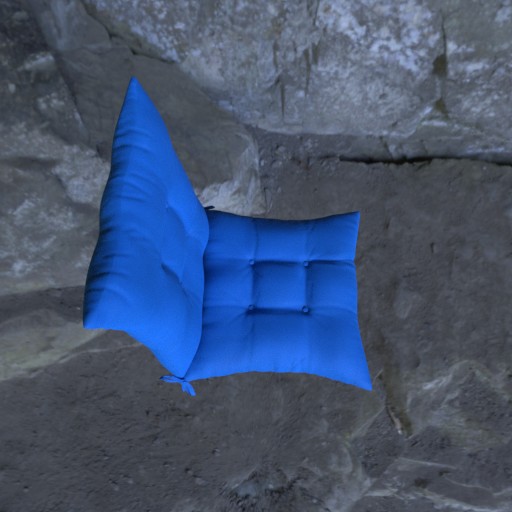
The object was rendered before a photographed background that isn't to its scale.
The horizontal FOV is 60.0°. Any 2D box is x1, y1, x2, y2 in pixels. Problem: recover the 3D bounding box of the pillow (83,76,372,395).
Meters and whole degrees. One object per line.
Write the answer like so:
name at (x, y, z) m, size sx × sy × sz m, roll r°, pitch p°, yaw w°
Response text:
pillow at (0.000, 0.000, 0.988) m, size 0.585 × 0.536 × 0.541 m, roll 2°, pitch 65°, yaw 1°
